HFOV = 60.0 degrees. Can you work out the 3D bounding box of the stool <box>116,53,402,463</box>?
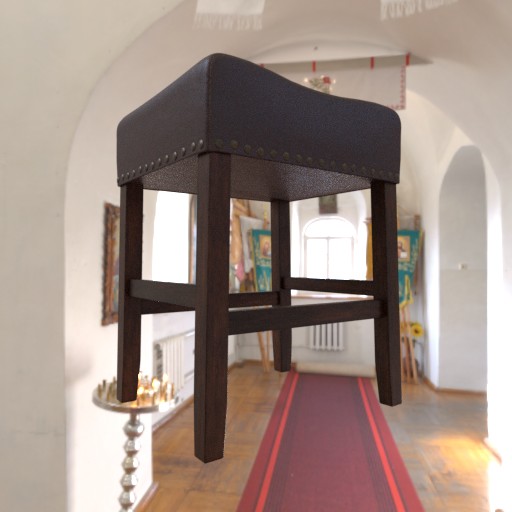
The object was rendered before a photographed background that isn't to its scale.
[{"bbox_3d":[0.000,0.000,0.928,0.465,0.608,0.397,1,-1,-36],"label":"stool"}]
